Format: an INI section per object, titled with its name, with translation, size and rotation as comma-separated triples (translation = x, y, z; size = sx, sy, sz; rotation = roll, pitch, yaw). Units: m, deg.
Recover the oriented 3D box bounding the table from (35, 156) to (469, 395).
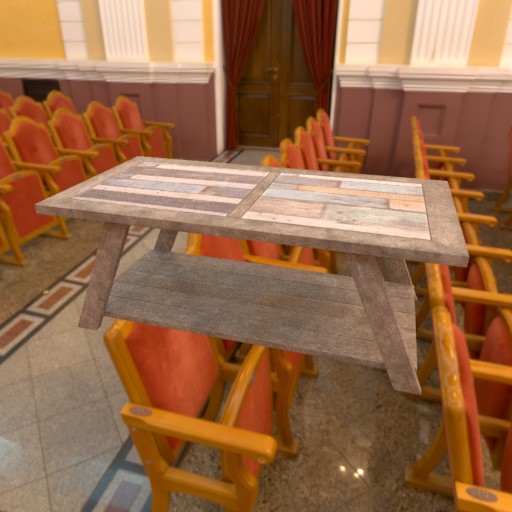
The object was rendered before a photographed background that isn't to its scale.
[table]
translation = 0.000, 0.000, 1.554
size = 1.219, 0.470, 0.610
rotation = 8, 28, 15
